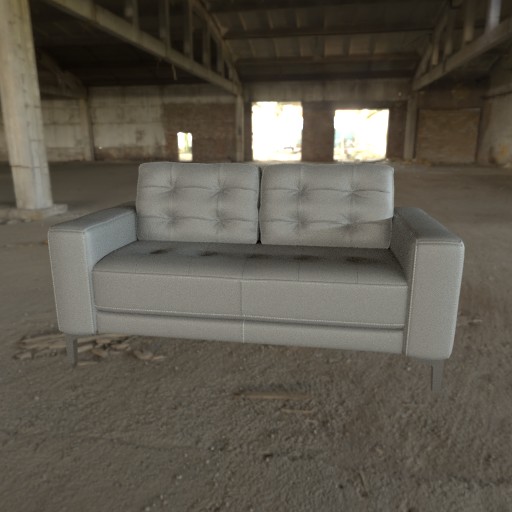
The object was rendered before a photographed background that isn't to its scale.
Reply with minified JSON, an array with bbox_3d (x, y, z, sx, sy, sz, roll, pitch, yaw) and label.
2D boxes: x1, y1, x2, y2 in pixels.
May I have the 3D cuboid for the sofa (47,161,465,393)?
[{"bbox_3d":[0.000,0.000,2.191,1.726,0.893,0.833,2,15,9],"label":"sofa"}]
